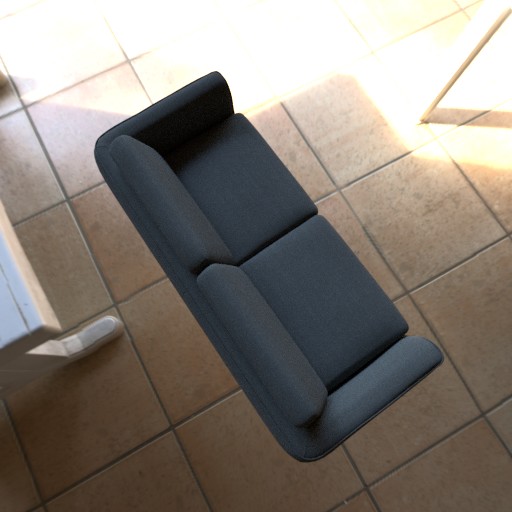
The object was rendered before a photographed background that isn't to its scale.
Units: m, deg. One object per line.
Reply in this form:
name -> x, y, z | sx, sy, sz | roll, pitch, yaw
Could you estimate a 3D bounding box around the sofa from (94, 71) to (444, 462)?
sofa -> 0.000, 0.000, 2.433 | 0.920, 0.850, 2.000 | -34, 77, -9
